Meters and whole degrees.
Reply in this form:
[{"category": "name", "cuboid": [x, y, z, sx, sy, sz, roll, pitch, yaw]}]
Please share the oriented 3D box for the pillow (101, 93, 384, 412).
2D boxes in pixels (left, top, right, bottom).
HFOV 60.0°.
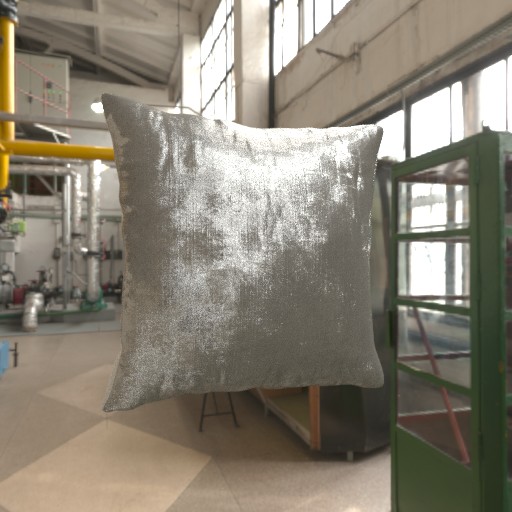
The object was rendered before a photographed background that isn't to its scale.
[{"category": "pillow", "cuboid": [0.000, 0.000, 0.710, 0.470, 0.464, 0.175, 0, 0, -18]}]
